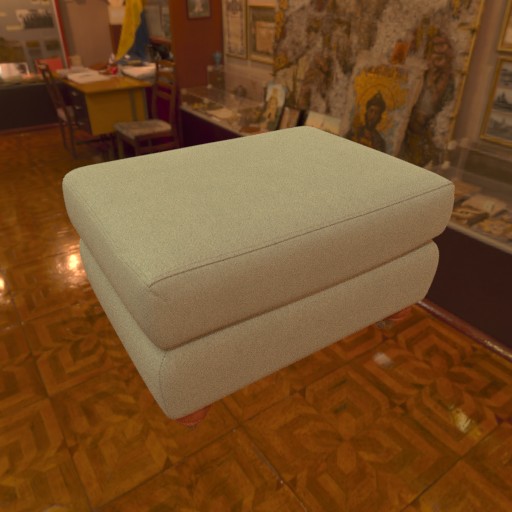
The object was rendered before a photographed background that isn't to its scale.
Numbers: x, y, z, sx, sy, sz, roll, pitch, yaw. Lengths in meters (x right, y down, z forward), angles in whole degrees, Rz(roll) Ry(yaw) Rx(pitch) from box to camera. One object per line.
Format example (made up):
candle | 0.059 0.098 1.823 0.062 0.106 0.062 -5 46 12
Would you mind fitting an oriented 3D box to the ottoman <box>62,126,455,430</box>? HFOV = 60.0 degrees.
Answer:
ottoman | 0.000 0.000 1.129 0.773 0.499 0.569 -19 36 -27
